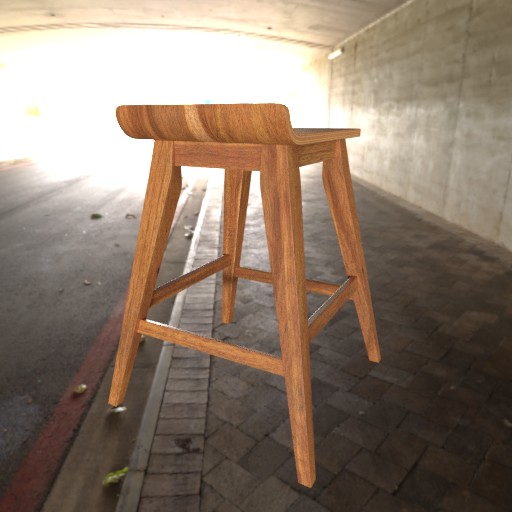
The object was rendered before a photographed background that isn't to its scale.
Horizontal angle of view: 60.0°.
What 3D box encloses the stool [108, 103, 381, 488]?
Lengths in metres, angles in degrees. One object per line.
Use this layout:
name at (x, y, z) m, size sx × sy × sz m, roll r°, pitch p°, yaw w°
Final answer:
stool at (0.000, 0.000, 1.014) m, size 0.500 × 0.650 × 0.500 m, roll 10°, pitch 20°, yaw 27°
